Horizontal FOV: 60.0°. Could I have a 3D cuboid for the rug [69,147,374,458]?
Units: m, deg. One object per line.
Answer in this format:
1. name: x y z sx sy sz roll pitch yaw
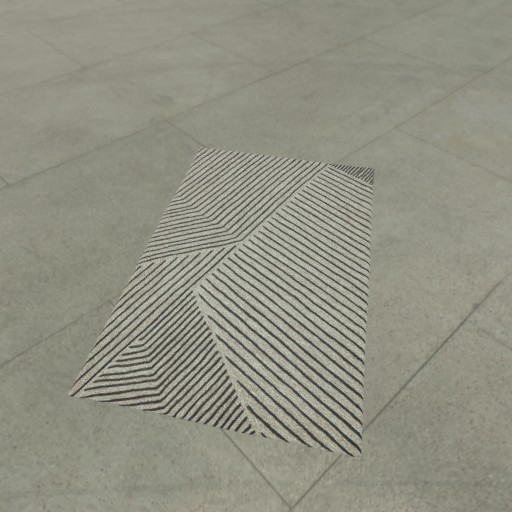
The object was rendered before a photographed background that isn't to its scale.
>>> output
1. rug: 0.000 0.000 3.045 1.539 0.023 2.406 9 47 8
